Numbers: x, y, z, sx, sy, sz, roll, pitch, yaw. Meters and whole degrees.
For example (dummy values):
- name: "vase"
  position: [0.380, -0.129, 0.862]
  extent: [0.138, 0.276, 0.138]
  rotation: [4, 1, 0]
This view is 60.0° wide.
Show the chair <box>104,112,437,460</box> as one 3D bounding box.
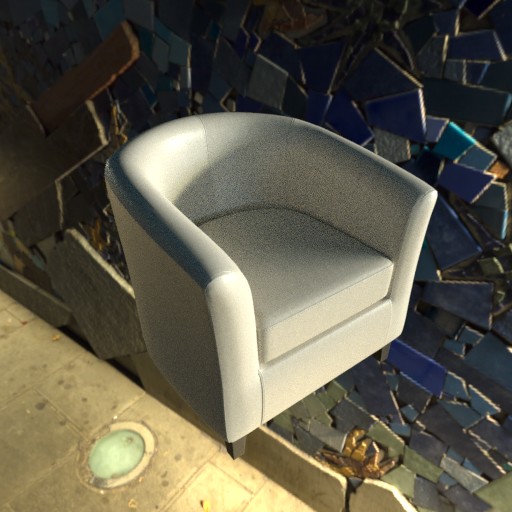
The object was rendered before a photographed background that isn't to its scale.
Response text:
- name: "chair"
  position: [0.000, 0.000, 1.419]
  extent: [0.792, 0.756, 0.727]
  rotation: [-21, 37, -31]
